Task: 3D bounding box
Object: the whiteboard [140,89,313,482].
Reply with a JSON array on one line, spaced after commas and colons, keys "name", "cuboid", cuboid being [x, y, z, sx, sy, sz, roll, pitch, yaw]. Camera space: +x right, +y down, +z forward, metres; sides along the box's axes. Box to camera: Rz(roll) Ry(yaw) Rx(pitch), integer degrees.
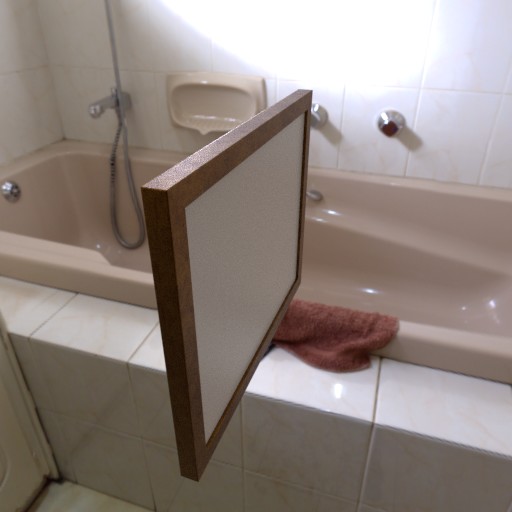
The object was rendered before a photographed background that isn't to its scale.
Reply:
[{"name": "whiteboard", "cuboid": [0.000, 0.000, 0.767, 0.029, 0.457, 0.561, 11, 32, 18]}]
